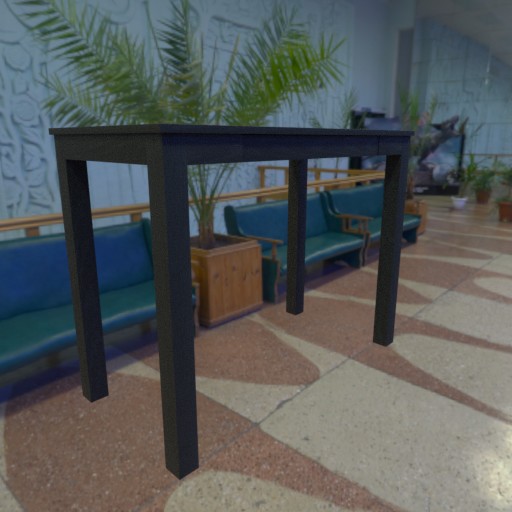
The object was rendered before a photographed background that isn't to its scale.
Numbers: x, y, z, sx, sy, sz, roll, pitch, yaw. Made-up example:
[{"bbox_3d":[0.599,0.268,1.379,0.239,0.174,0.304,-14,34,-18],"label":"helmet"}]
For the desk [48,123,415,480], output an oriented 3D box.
[{"bbox_3d":[0.000,0.000,1.390,0.499,0.762,0.991,14,20,43],"label":"desk"}]
